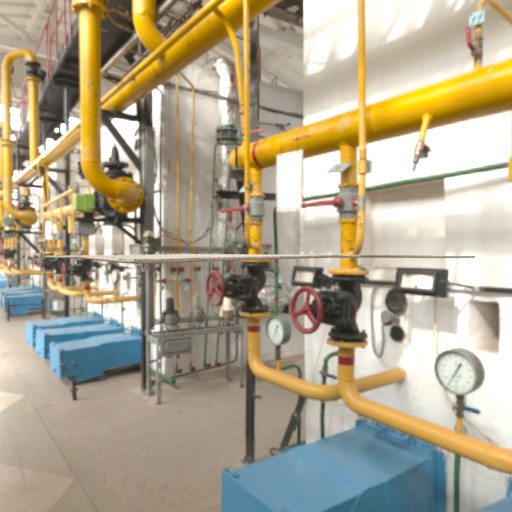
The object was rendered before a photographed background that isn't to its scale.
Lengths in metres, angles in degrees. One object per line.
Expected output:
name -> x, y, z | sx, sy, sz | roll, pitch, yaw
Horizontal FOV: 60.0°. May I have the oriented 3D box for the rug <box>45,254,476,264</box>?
rug -> 0.000, 0.000, 4.661 | 3.626, 0.051, 2.757 | 0, 1, -35
